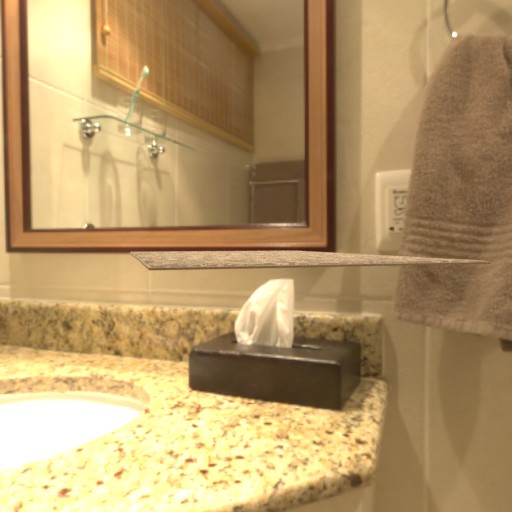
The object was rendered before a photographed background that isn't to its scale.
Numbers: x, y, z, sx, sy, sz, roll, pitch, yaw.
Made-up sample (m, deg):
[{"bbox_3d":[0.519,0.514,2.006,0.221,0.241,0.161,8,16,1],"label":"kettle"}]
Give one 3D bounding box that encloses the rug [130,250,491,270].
[{"bbox_3d":[0.000,0.000,3.443,1.819,0.018,2.746,-1,2,-18],"label":"rug"}]
